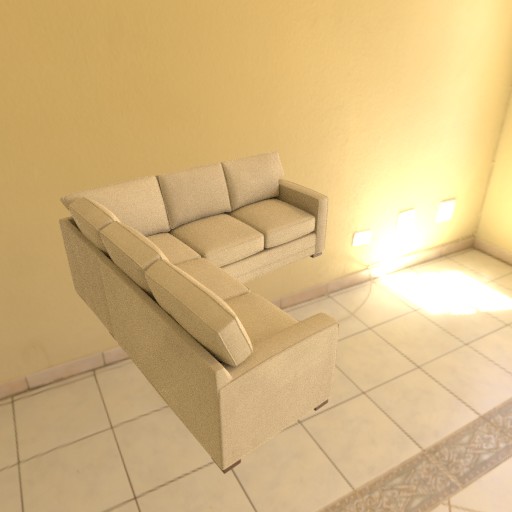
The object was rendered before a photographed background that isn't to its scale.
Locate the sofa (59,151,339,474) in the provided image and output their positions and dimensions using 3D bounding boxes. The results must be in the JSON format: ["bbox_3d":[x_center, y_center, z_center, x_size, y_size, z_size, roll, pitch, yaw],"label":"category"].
[{"bbox_3d":[0.000,0.000,3.400,2.189,0.939,2.182,-21,35,-33],"label":"sofa"}]
